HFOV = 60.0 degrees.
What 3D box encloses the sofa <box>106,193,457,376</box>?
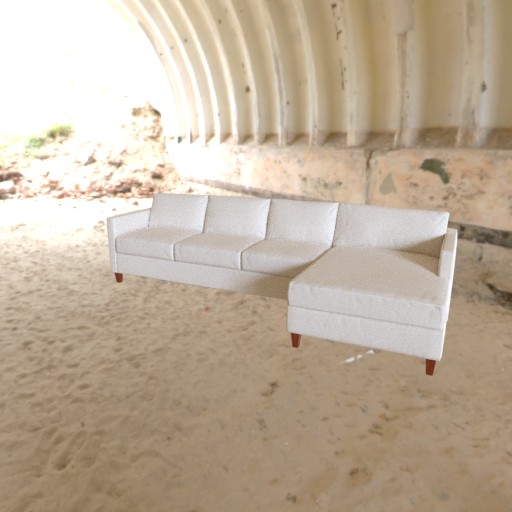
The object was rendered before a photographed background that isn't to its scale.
[{"bbox_3d":[0.000,0.000,4.252,3.471,0.954,1.606,7,17,24],"label":"sofa"}]
